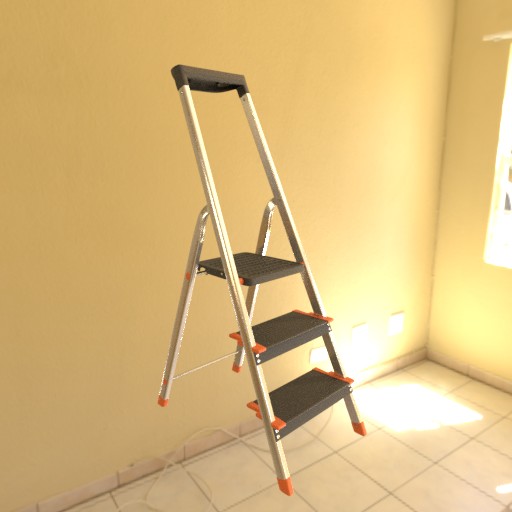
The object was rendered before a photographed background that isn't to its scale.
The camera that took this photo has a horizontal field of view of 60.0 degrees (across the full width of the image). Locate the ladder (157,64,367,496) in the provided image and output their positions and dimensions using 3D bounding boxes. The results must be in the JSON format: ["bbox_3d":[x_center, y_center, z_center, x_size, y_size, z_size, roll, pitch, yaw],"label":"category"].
[{"bbox_3d":[0.000,0.000,1.502,0.416,1.229,0.686,-12,18,-43],"label":"ladder"}]
